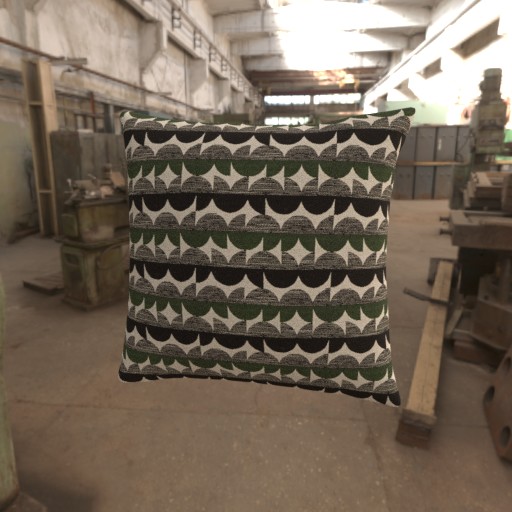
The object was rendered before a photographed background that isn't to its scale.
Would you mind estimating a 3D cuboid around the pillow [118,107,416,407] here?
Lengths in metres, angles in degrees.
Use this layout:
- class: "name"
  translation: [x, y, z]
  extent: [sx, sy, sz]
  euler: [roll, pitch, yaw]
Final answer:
- class: "pillow"
  translation: [0.000, 0.000, 0.634]
  extent: [0.419, 0.404, 0.180]
  euler: [2, 14, 9]
